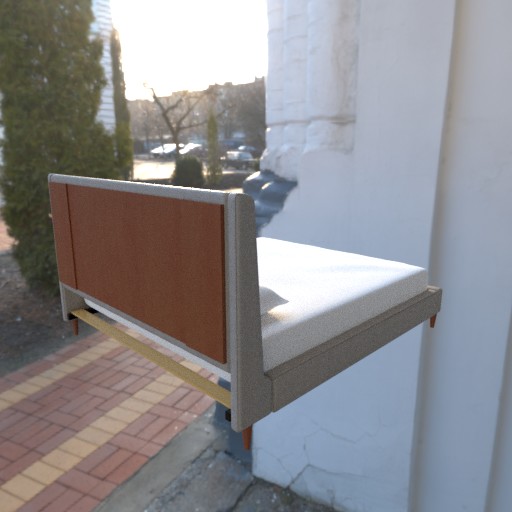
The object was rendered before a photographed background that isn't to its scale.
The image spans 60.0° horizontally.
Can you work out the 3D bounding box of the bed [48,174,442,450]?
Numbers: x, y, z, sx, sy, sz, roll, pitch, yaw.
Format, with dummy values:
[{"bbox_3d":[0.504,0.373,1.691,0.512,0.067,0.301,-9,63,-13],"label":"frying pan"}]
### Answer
[{"bbox_3d":[0.000,0.000,3.501,2.062,1.289,2.342,13,19,43],"label":"bed"}]
